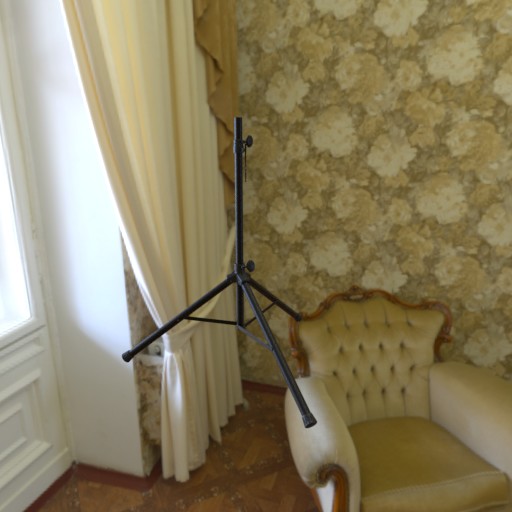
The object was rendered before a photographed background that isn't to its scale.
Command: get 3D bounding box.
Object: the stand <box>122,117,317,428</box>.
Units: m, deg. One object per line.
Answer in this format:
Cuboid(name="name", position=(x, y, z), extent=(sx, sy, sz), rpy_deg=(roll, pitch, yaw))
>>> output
Cuboid(name="stand", position=(0.000, 0.000, 1.884), extent=(1.045, 1.136, 0.907), rpy_deg=(-8, 17, -26))
